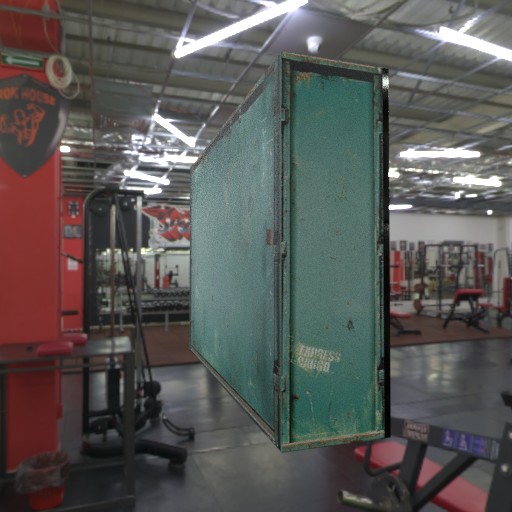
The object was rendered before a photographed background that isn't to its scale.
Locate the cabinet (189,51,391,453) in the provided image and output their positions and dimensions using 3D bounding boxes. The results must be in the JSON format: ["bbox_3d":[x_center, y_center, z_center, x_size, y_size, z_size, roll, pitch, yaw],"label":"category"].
[{"bbox_3d":[0.000,0.000,3.915,0.680,2.160,3.001,0,-1,-18],"label":"cabinet"}]
